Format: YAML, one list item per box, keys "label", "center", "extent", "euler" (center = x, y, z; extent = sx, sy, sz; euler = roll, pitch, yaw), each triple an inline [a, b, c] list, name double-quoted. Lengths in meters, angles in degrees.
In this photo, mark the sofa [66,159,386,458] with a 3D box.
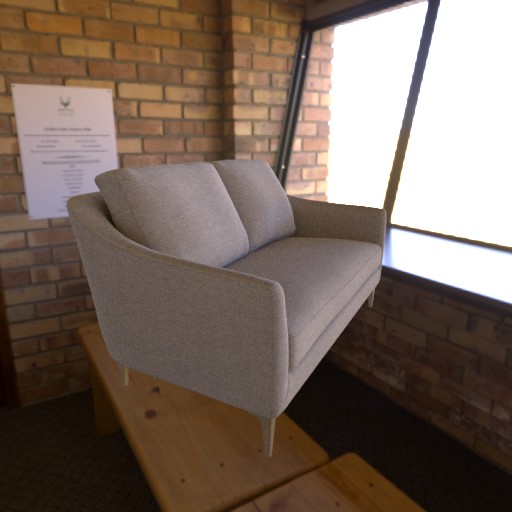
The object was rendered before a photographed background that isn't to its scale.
- label: "sofa"
  center: [0.000, 0.000, 2.166]
  extent: [0.960, 0.904, 1.619]
  euler: [7, 16, 26]
